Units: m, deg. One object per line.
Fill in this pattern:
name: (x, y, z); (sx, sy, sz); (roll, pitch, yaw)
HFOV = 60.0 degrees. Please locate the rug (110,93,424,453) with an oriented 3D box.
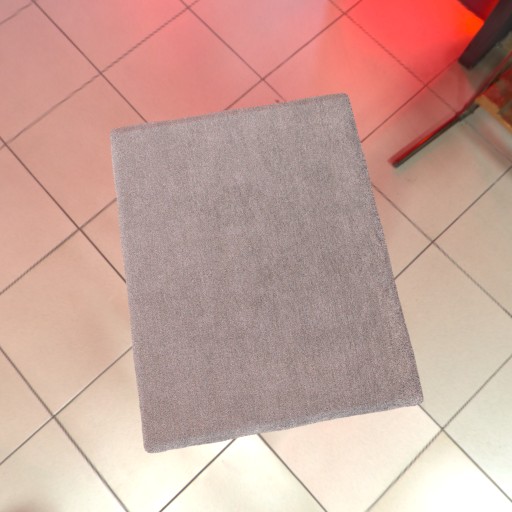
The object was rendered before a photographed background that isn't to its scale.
rug: (0.000, 0.000, 3.911); (2.332, 0.027, 2.933); (-10, 77, -2)
